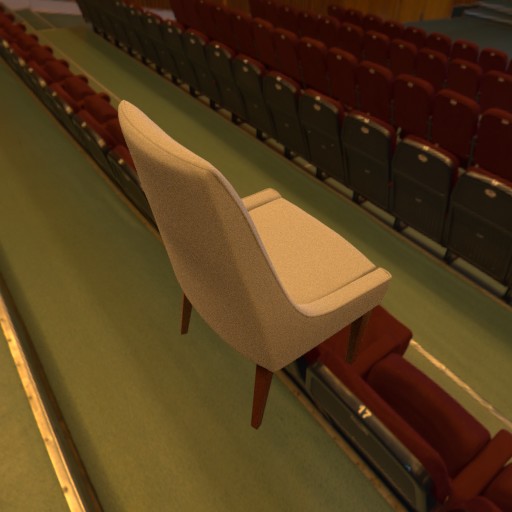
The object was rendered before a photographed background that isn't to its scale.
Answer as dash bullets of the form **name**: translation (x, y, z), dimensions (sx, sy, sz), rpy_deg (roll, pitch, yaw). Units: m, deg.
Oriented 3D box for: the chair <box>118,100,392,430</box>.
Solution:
- **chair**: translation (0.000, 0.000, 1.199), dimensions (0.544, 0.861, 0.529), rpy_deg (-26, 48, -26)
